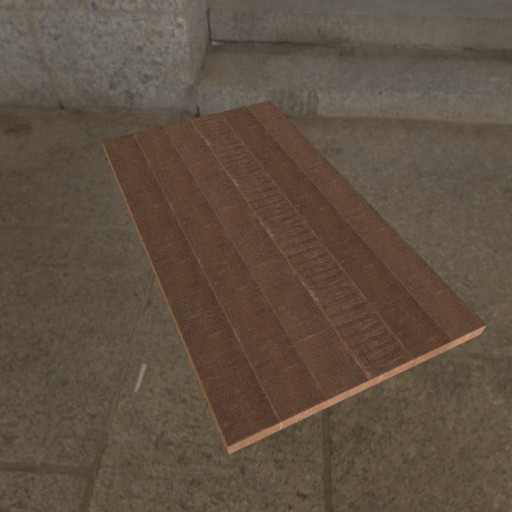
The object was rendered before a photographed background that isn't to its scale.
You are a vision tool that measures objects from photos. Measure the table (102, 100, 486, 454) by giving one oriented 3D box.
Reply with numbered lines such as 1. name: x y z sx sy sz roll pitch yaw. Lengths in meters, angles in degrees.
1. table: 0.000 0.000 1.738 0.800 0.440 1.400 -19 51 -16
